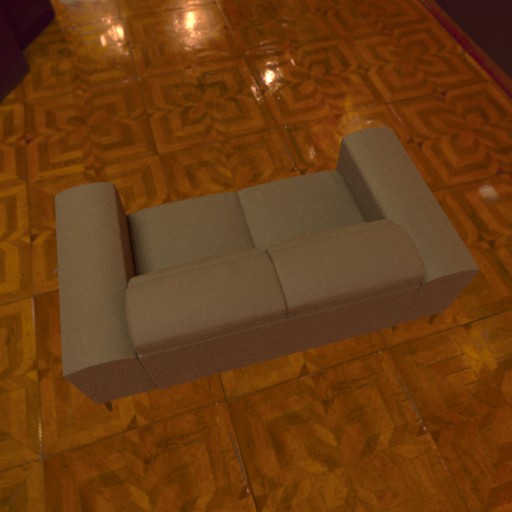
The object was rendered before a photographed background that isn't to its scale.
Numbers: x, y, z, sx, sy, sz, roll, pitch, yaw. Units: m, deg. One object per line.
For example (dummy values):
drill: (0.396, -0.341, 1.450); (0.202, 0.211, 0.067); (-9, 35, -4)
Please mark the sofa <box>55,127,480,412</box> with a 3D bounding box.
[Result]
sofa: (0.000, 0.000, 2.342); (1.895, 0.779, 1.003); (-13, 59, -8)
